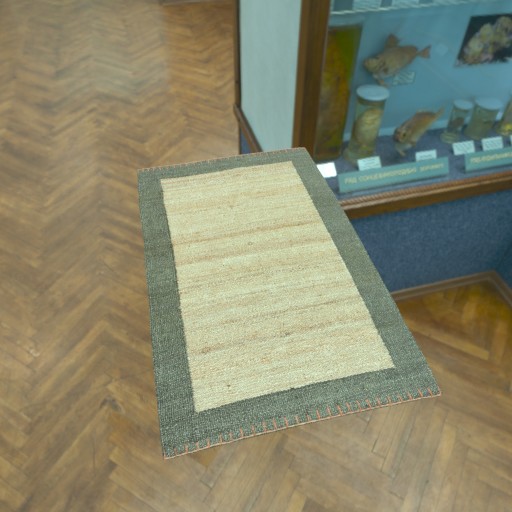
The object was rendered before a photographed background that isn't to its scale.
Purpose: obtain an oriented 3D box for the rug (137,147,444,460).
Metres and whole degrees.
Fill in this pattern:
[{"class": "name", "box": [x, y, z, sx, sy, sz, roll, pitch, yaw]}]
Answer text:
[{"class": "rug", "box": [0.000, 0.000, 3.061, 1.521, 0.006, 2.435, -10, 48, -9]}]
